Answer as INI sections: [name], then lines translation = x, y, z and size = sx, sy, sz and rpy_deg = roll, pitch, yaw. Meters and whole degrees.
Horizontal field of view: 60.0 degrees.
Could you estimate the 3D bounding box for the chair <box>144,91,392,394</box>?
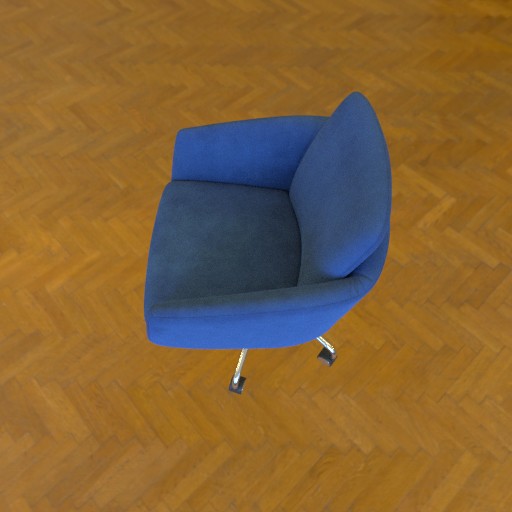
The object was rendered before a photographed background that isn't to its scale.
[chair]
translation = 0.000, 0.000, 1.360
size = 0.635, 0.908, 0.641
rpy_deg = 1, 59, 1
